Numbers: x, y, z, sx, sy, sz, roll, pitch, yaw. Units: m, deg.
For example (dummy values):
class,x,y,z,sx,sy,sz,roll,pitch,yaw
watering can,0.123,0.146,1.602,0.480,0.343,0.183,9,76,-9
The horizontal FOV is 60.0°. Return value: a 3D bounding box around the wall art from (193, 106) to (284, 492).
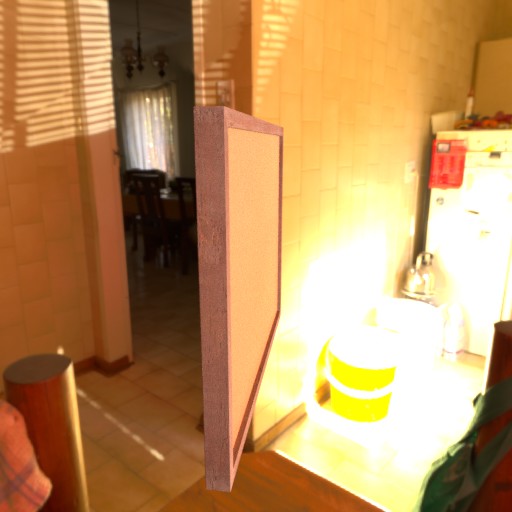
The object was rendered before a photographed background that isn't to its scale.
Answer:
class,x,y,z,sx,sy,sz,roll,pitch,yaw
wall art,0.000,0.000,1.733,0.070,1.009,1.320,2,14,9
